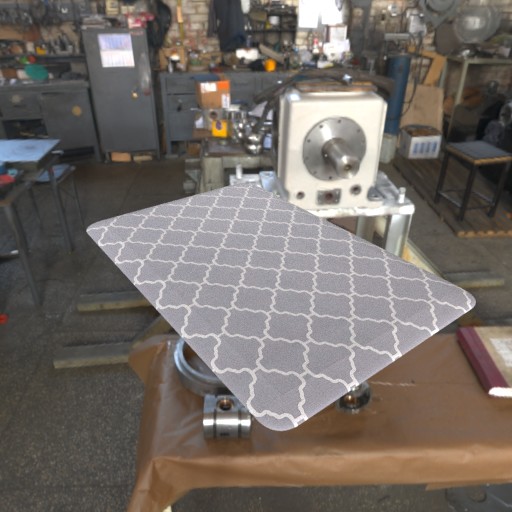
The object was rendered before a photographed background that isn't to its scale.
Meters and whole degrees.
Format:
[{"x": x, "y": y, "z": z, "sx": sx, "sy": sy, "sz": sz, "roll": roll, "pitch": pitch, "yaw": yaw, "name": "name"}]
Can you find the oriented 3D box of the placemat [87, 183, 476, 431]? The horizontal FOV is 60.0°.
[{"x": 0.000, "y": 0.000, "z": 0.966, "sx": 0.508, "sy": 0.021, "sz": 0.762, "roll": -21, "pitch": 37, "yaw": -31, "name": "placemat"}]
